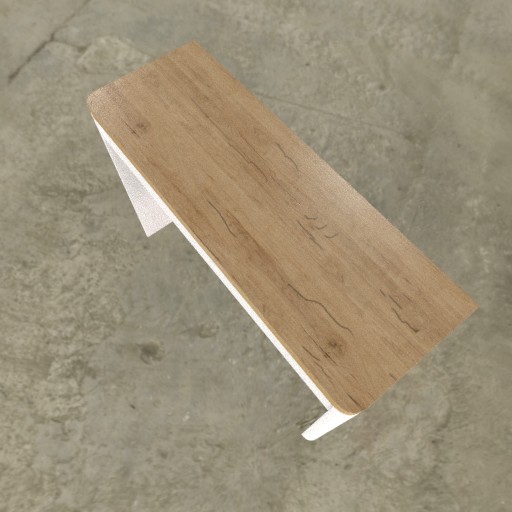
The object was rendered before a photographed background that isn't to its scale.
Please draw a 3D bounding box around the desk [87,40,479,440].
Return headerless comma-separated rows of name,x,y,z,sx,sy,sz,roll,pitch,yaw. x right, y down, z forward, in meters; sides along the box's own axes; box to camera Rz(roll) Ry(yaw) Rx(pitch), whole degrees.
desk,0.000,0.000,1.456,0.390,0.760,1.100,-35,69,-16
